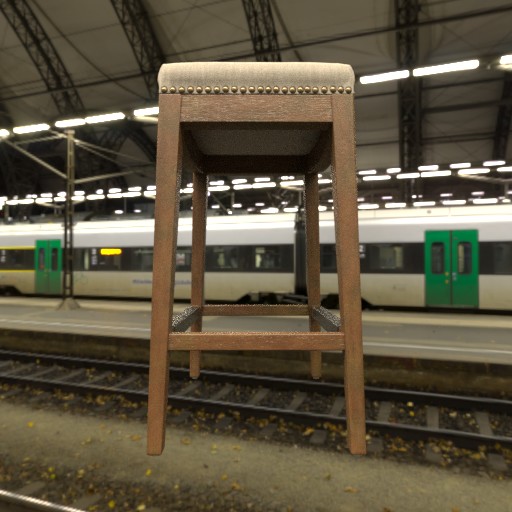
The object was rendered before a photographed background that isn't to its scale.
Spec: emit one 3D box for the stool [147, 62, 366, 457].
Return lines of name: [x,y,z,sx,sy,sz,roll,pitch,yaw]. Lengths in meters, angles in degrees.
stool: [0.000,0.000,0.973,0.356,0.660,0.508,0,-1,0]
